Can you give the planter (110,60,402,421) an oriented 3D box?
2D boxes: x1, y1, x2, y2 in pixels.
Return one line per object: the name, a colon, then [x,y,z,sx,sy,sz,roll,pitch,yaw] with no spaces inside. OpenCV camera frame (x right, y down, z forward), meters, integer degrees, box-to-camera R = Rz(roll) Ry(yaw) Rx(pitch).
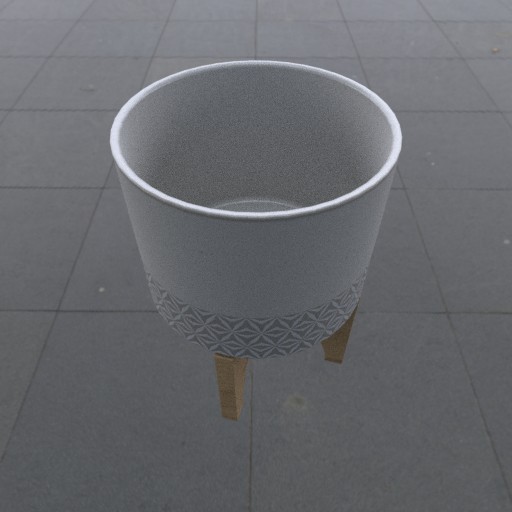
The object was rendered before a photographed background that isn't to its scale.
planter: [0.000,0.000,0.510,0.249,0.343,0.249,0,47,0]
